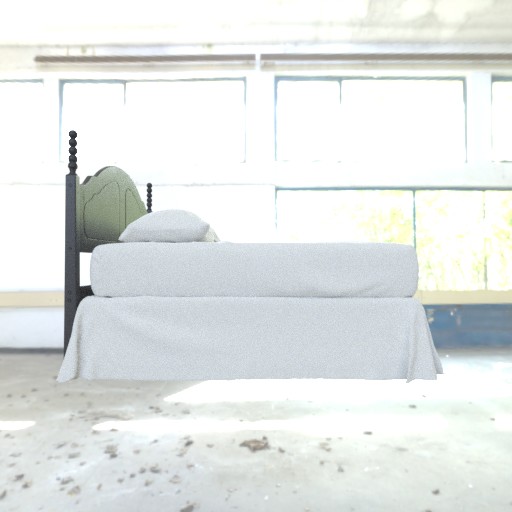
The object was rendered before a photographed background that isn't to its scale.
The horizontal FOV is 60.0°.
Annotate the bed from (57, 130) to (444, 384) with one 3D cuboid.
[{"bbox_3d":[0.000,0.000,3.198,2.040,1.356,1.873,0,-1,1],"label":"bed"}]
